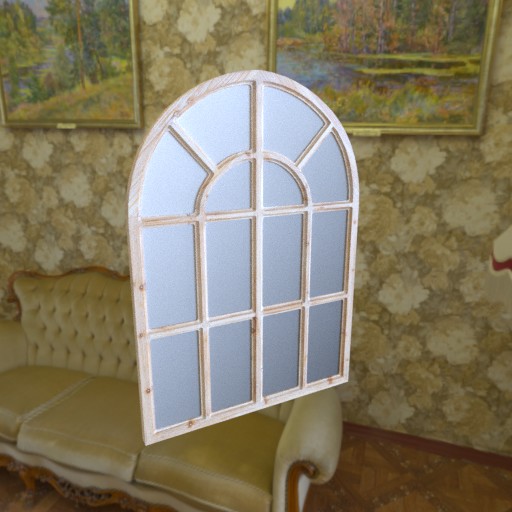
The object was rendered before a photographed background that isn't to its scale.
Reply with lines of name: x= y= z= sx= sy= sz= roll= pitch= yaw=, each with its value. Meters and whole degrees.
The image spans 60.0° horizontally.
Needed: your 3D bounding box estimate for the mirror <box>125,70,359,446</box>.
mirror: x=0.000 y=0.000 z=1.183 sx=0.660 sy=0.920 sz=0.032 roll=-8 pitch=17 yaw=-27
